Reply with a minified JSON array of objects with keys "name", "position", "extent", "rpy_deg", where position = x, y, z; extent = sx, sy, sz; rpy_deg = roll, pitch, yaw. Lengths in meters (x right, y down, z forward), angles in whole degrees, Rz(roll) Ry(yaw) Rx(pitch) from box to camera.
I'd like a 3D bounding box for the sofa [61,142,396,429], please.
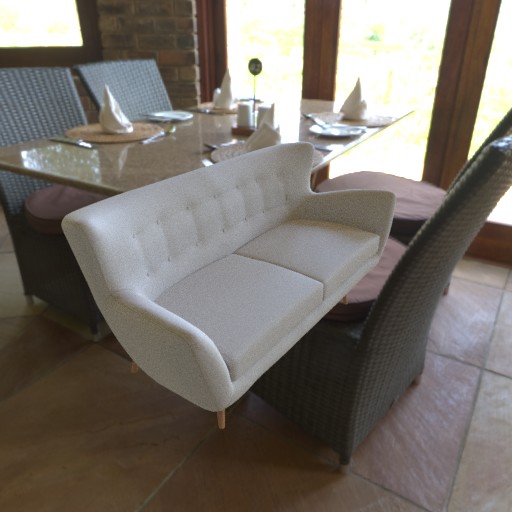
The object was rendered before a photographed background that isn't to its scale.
[{"name":"sofa","position":[0.000,0.000,2.449],"extent":[0.899,0.890,1.930],"rpy_deg":[18,32,32]}]
